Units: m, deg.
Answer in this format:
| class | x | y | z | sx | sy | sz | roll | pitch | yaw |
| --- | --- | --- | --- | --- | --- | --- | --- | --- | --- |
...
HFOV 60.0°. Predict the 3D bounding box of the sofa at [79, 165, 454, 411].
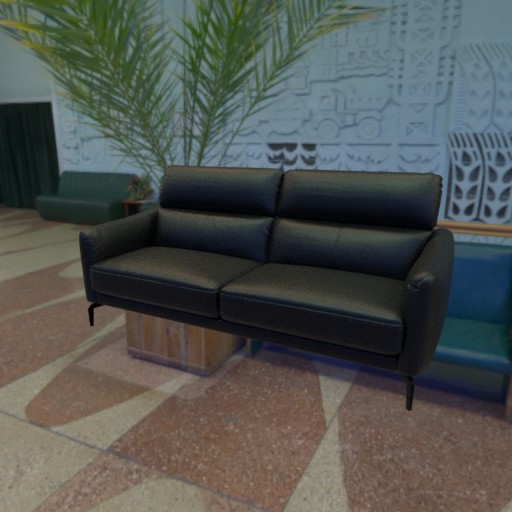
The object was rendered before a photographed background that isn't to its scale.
| class | x | y | z | sx | sy | sz | roll | pitch | yaw |
| --- | --- | --- | --- | --- | --- | --- | --- | --- | --- |
| sofa | 0.000 | 0.000 | 2.560 | 2.069 | 0.957 | 0.856 | 8 | 16 | 27 |
